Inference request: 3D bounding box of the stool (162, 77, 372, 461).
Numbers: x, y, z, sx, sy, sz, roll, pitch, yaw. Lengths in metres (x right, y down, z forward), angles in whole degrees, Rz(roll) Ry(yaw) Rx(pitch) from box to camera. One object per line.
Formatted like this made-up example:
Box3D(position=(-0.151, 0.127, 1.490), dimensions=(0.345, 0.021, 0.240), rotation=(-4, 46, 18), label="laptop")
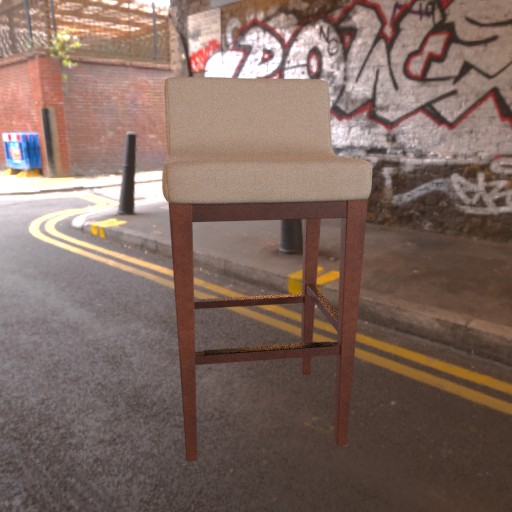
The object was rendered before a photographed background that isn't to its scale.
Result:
Box3D(position=(0.000, 0.000, 1.326), dimensions=(0.511, 1.037, 0.500), rotation=(-2, 15, -8), label="stool")
